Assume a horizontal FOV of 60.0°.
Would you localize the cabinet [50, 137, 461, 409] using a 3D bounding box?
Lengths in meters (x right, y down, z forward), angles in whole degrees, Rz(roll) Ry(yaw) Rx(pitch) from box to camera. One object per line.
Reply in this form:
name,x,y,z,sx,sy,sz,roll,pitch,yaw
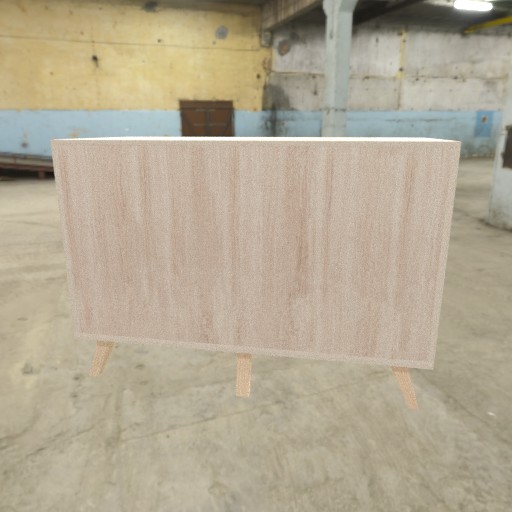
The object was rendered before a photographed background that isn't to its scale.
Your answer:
cabinet,0.000,0.000,1.522,1.110,0.780,0.500,3,16,10
